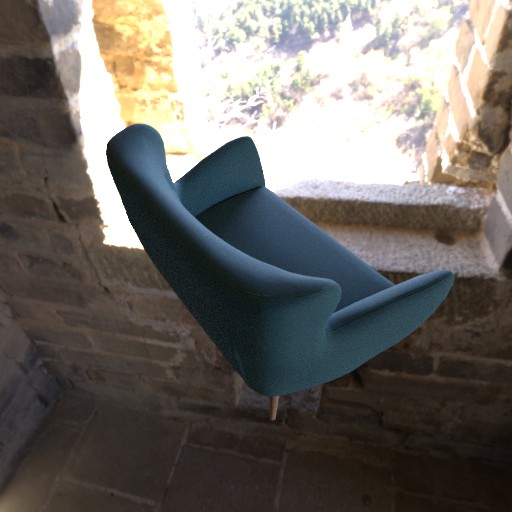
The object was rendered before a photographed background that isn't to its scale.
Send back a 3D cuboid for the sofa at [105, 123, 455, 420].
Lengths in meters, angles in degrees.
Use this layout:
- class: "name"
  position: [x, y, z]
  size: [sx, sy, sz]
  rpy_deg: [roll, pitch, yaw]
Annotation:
- class: "sofa"
  position: [0.000, 0.000, 1.975]
  size: [0.889, 0.889, 1.397]
  rpy_deg: [-25, 47, -25]
